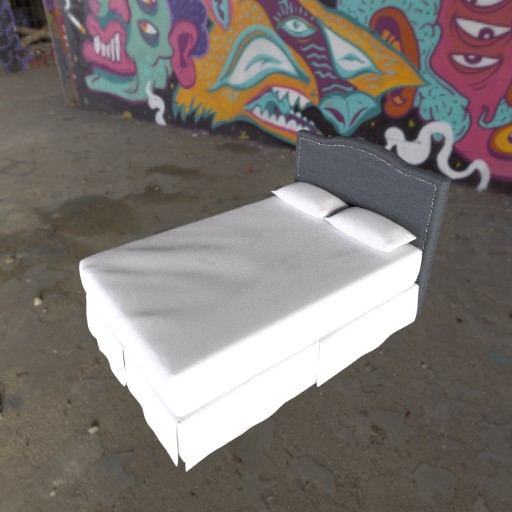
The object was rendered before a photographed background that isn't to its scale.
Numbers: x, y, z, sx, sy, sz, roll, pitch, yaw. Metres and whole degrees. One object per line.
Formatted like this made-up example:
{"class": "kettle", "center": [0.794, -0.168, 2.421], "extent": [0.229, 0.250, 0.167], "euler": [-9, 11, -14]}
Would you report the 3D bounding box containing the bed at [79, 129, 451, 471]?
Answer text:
{"class": "bed", "center": [0.000, 0.000, 3.606], "extent": [2.507, 1.441, 1.747], "euler": [-22, 38, -31]}
